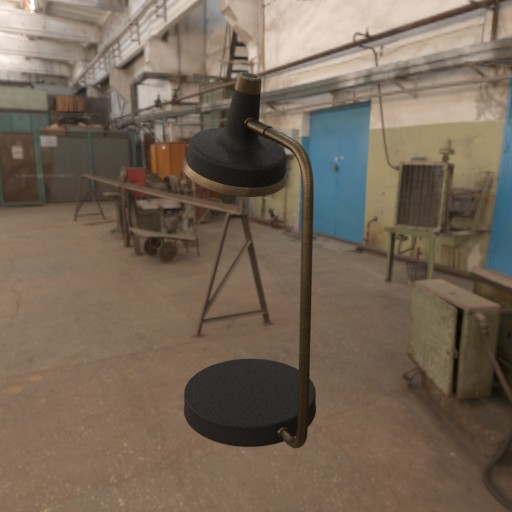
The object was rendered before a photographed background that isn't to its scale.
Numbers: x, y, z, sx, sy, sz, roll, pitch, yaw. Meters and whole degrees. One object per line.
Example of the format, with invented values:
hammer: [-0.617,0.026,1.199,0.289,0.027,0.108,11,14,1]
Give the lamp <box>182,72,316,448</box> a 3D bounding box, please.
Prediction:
lamp: [0.000,0.000,0.489,0.162,0.385,0.218,-6,14,-26]
